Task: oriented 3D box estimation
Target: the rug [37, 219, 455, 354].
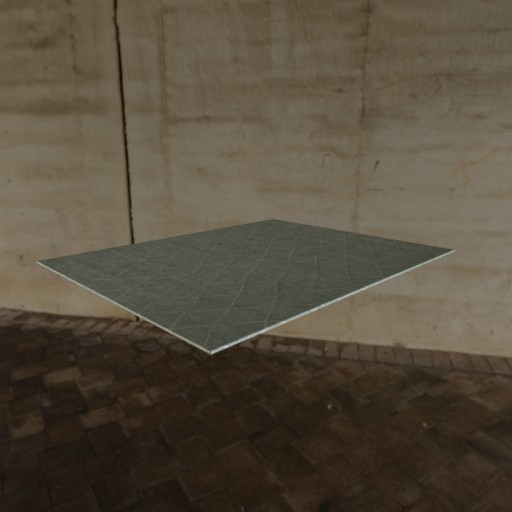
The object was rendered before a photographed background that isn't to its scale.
[{"bbox_3d":[0.000,0.000,4.101,3.039,0.019,2.420,-14,20,-43],"label":"rug"}]
